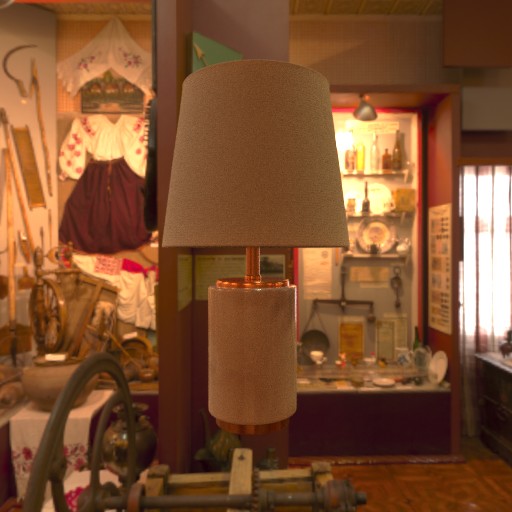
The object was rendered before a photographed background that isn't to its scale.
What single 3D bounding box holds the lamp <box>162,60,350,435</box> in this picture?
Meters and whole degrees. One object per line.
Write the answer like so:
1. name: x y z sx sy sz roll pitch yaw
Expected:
1. lamp: 0.000 0.000 0.457 0.189 0.340 0.189 0 1 0
